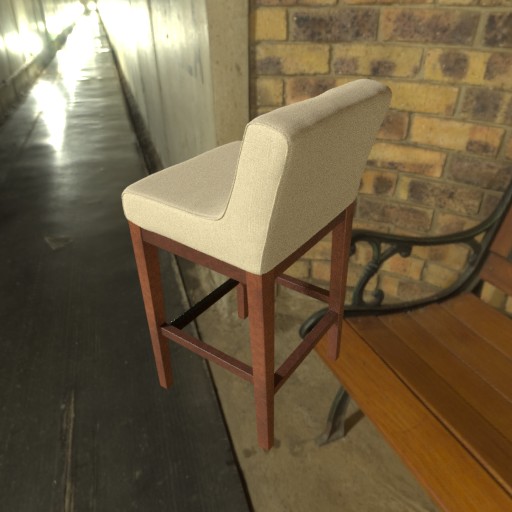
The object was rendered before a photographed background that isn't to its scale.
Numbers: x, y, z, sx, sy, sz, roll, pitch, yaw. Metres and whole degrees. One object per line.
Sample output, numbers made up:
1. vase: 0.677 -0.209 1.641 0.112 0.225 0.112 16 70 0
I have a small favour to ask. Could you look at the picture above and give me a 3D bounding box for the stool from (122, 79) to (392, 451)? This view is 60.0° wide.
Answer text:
1. stool: 0.000 0.000 1.274 0.500 0.937 0.511 20 37 29
